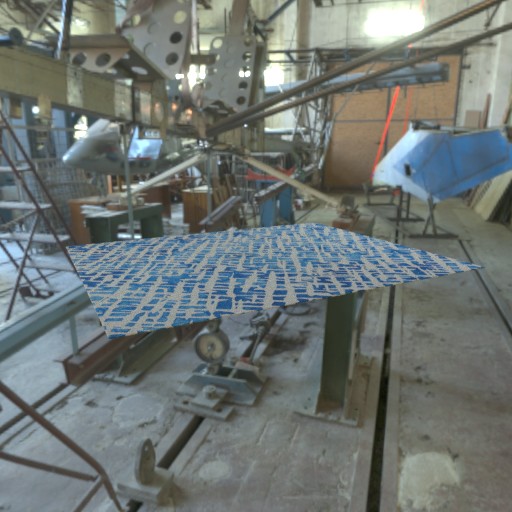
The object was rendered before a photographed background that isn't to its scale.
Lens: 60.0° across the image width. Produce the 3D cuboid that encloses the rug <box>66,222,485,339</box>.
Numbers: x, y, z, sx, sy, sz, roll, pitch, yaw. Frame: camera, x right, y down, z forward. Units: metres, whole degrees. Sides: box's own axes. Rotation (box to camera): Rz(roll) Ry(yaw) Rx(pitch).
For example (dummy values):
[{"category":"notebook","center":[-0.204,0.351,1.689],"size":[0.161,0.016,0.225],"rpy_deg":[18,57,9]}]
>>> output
[{"category":"rug","center":[0.000,0.000,4.042],"size":[3.007,0.007,2.435],"rpy_deg":[-7,16,-27]}]
